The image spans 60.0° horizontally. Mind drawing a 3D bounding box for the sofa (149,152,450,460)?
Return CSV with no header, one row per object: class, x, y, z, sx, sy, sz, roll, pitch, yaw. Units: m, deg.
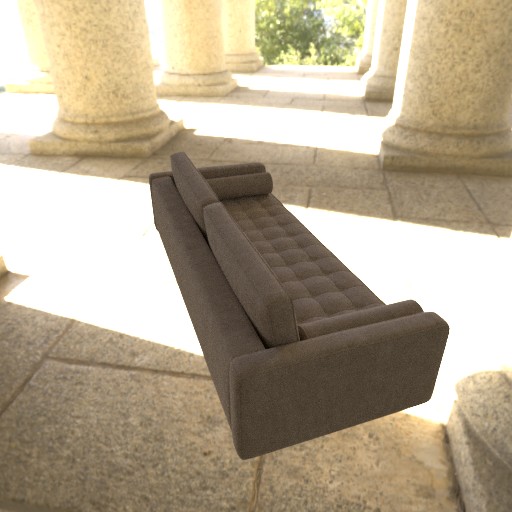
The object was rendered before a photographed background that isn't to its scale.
sofa,0.000,0.000,2.599,0.919,0.770,2.200,-10,31,-17
